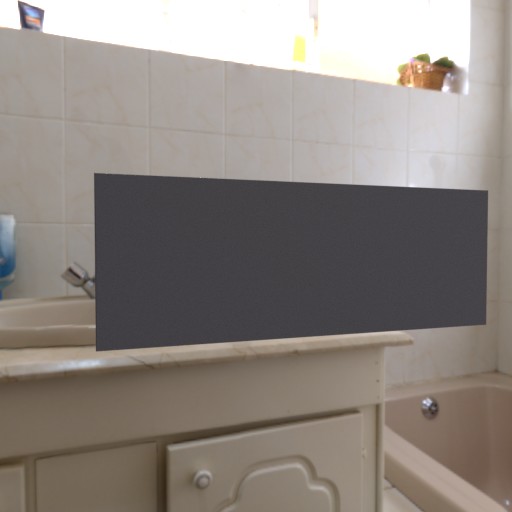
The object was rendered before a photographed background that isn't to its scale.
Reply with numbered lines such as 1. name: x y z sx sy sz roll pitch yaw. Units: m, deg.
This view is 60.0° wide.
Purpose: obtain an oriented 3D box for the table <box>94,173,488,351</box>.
1. table: 0.000 0.000 1.224 0.801 0.299 0.801 -1 2 -17
